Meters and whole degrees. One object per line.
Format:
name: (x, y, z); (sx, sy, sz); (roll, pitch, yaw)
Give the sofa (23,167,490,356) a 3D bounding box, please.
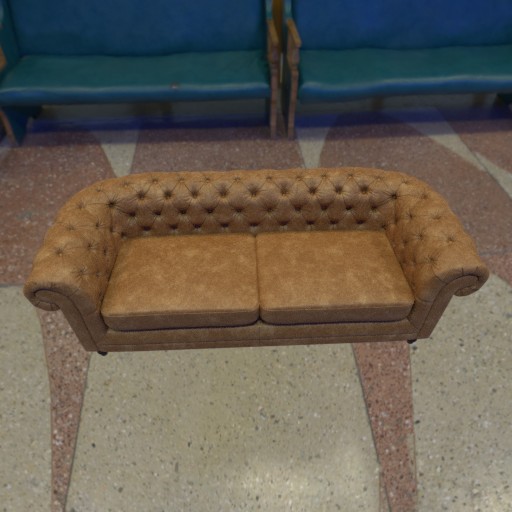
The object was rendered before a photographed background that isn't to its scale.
sofa: (0.000, 0.000, 2.742); (2.365, 0.760, 0.989); (-2, 45, -2)
